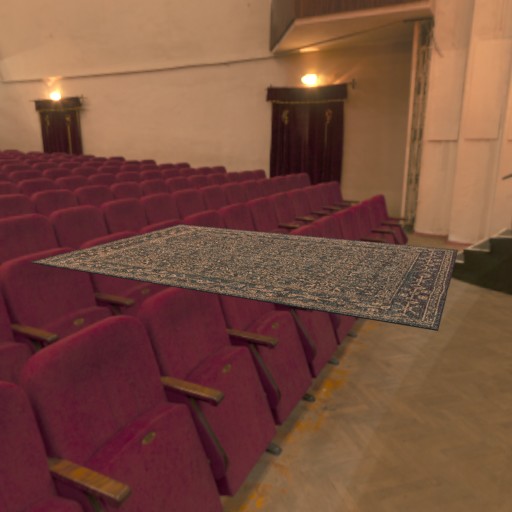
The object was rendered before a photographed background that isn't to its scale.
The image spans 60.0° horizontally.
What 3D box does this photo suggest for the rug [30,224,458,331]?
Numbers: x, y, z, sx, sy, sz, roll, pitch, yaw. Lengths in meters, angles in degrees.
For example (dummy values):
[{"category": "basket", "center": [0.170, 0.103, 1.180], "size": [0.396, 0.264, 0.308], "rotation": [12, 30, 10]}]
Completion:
[{"category": "rug", "center": [0.000, 0.000, 2.245], "size": [1.819, 0.005, 1.200], "rotation": [7, 15, 26]}]
